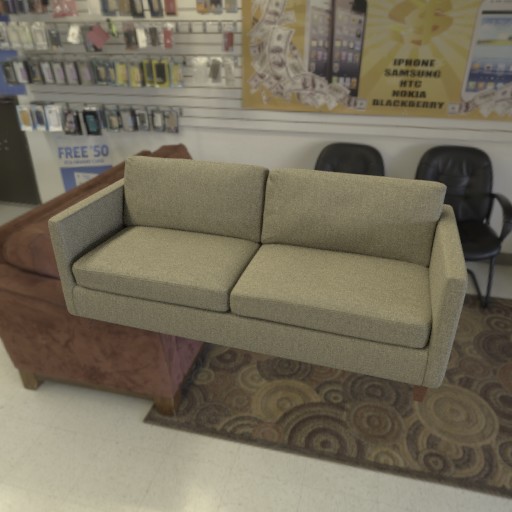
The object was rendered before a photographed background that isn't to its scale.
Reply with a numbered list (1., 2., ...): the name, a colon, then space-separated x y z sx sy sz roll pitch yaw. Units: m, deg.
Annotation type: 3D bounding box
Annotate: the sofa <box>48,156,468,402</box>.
1. sofa: 0.000 0.000 2.684 2.208 0.960 0.956 8 29 15
